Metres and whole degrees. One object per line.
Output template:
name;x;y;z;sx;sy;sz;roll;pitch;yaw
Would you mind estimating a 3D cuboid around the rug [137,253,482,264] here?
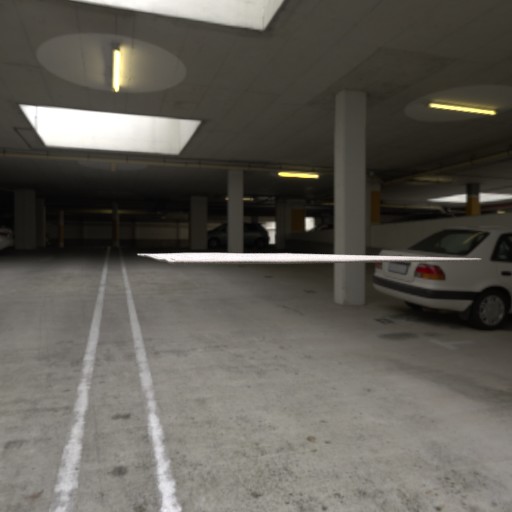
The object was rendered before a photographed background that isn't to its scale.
rug;0.000;0.000;1.069;0.511;0.008;0.869;0;1;-18
